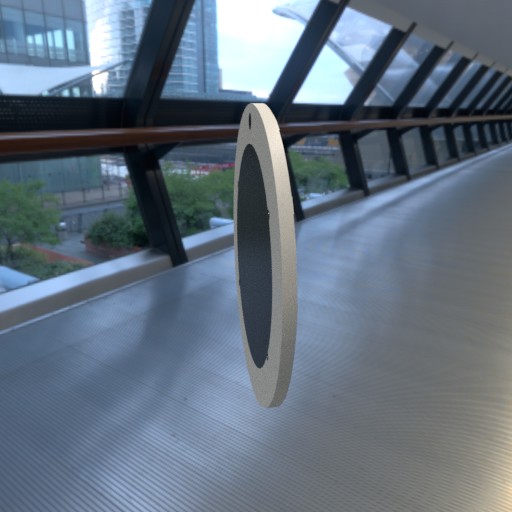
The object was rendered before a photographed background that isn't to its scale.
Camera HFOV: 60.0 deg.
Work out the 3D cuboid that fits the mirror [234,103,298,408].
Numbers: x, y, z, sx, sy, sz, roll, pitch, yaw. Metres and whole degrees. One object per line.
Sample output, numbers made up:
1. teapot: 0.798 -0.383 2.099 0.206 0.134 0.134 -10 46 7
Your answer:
1. mirror: 0.000 0.000 1.404 0.038 0.914 0.914 -3 17 -9
